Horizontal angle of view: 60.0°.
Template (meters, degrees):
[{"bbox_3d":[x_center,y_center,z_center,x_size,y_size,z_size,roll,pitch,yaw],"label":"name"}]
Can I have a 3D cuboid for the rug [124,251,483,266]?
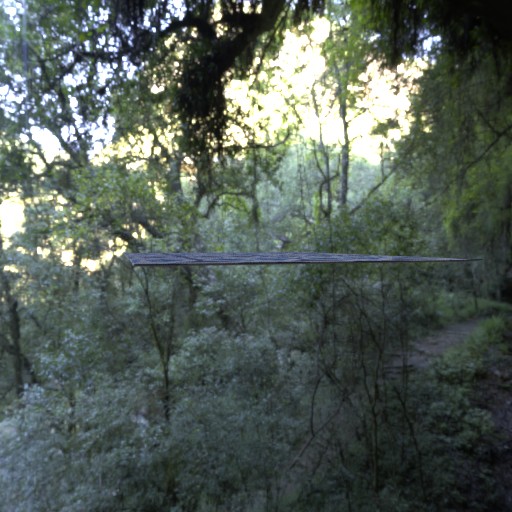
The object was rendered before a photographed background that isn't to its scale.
[{"bbox_3d":[0.000,0.000,4.360,2.443,0.024,3.228,0,2,-18],"label":"rug"}]
